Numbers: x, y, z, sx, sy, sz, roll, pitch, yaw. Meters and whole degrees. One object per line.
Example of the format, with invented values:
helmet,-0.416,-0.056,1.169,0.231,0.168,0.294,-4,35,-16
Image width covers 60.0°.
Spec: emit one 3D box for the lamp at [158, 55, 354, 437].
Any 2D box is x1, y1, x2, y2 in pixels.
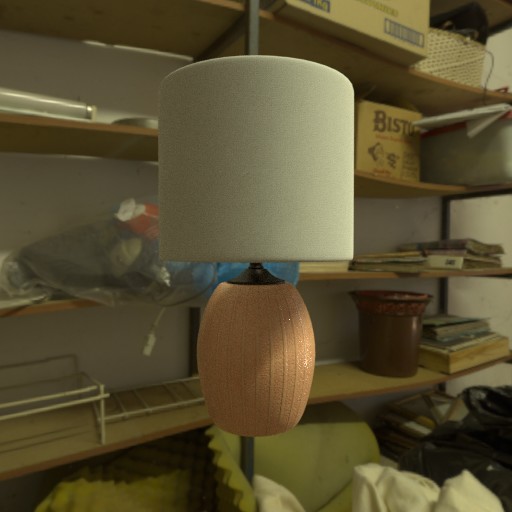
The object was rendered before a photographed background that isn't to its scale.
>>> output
lamp,0.000,0.000,0.766,0.329,0.570,0.329,0,1,0
